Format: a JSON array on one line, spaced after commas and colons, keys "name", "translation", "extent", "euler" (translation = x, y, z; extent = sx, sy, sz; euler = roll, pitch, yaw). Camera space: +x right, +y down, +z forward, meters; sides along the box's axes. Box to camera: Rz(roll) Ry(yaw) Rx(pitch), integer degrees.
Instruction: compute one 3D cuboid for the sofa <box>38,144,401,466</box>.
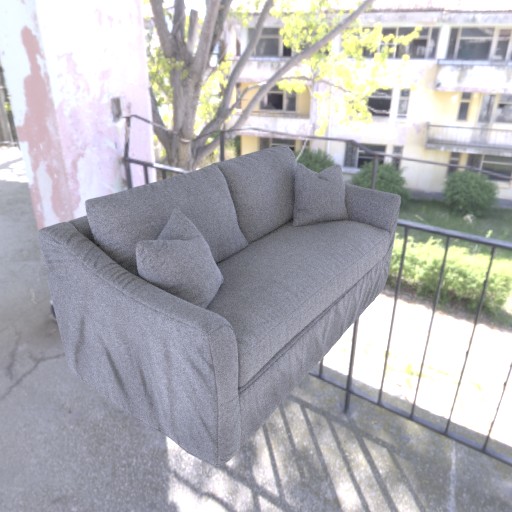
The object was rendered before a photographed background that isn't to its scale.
[{"name": "sofa", "translation": [0.000, 0.000, 2.618], "extent": [1.072, 1.018, 2.010], "euler": [17, 30, 32]}]
